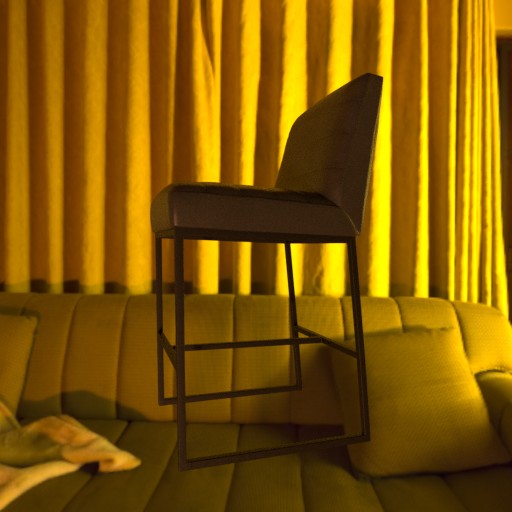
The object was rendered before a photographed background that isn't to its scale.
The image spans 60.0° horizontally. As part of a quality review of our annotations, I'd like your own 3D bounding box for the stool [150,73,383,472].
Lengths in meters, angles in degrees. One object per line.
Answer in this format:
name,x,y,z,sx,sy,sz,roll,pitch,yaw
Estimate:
stool,0.000,0.000,1.250,0.552,0.938,0.457,0,2,-18
